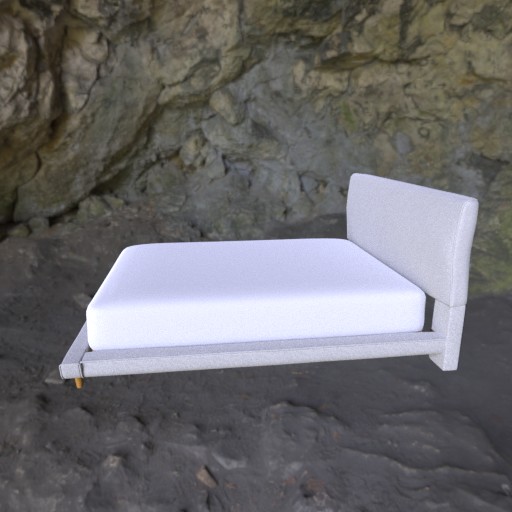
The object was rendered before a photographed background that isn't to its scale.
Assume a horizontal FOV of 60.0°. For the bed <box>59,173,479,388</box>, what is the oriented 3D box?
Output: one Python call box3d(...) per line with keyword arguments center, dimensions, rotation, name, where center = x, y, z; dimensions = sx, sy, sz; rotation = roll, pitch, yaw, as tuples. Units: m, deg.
box3d(center=(0.000, 0.000, 3.305), dimensions=(2.368, 1.067, 1.840), rotation=(-2, 15, -7), name="bed")
